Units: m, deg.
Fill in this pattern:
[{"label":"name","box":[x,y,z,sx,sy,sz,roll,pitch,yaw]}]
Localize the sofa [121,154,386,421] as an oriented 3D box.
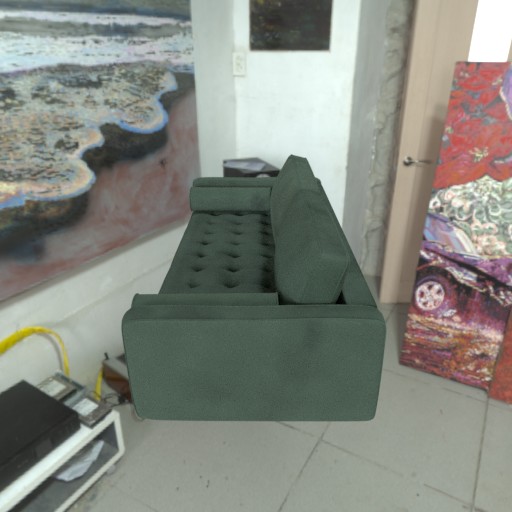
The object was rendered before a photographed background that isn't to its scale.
[{"label":"sofa","box":[0.000,0.000,2.391,0.916,0.772,1.880,0,25,1]}]
